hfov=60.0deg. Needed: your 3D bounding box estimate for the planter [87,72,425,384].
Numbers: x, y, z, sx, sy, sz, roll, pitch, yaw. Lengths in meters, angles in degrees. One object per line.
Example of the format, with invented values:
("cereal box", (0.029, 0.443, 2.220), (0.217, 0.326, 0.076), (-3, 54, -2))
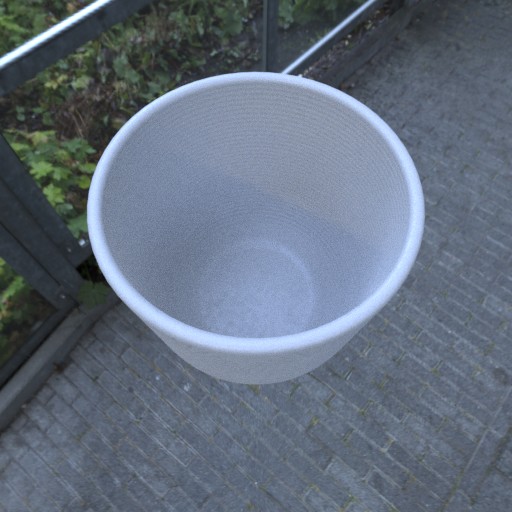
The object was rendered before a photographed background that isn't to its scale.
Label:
("planter", (0.000, 0.000, 0.291), (0.170, 0.152, 0.170), (0, 63, 0))
